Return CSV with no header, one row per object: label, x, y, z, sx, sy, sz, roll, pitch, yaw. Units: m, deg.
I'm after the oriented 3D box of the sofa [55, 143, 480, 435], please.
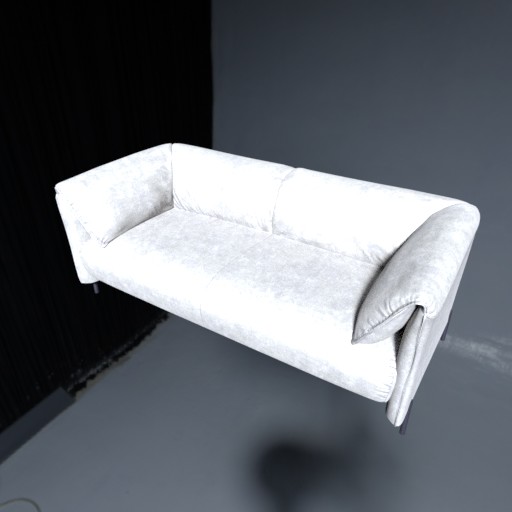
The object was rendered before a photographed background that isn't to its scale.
sofa,0.000,0.000,2.256,1.878,0.747,0.905,18,35,28
